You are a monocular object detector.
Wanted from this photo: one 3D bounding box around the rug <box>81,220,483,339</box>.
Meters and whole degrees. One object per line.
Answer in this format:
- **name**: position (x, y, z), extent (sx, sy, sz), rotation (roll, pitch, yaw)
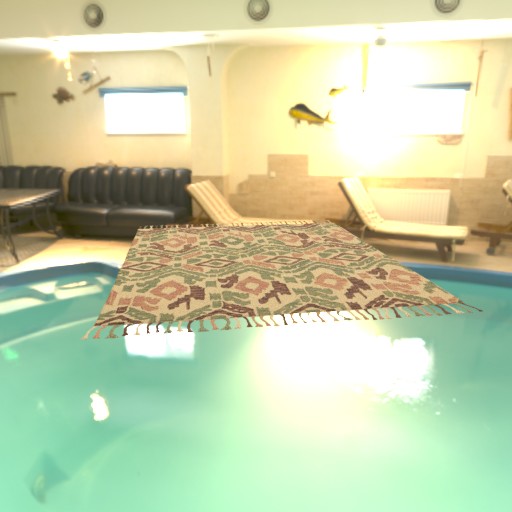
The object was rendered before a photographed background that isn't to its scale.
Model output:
- **rug**: position (0.000, 0.000, 4.056), extent (2.438, 0.010, 3.048), rotation (-3, 16, -9)
